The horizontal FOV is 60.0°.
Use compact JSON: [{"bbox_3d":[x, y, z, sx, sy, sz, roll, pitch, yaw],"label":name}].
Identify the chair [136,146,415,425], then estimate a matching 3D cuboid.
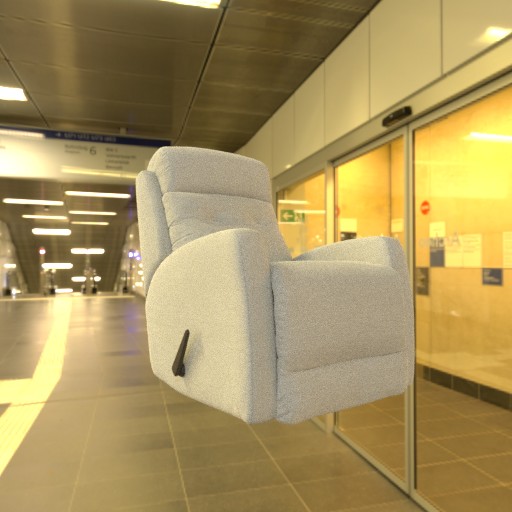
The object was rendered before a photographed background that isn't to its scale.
[{"bbox_3d":[0.000,0.000,1.768,0.798,1.013,1.043,1,-1,-35],"label":"chair"}]
